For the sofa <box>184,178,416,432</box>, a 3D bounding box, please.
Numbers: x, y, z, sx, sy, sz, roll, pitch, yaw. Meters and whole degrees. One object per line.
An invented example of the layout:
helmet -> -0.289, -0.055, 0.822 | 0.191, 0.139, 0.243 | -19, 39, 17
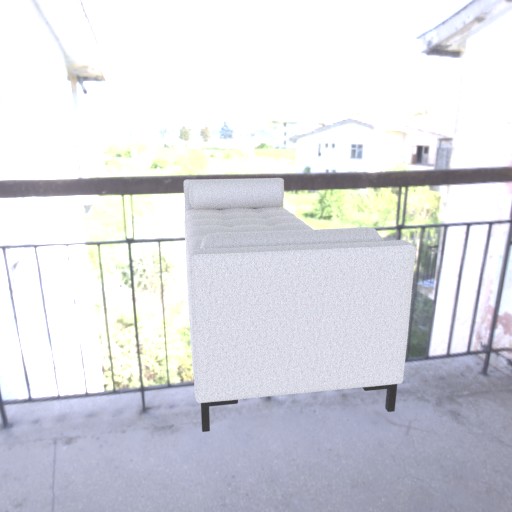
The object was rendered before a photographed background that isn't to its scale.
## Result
sofa -> 0.000, 0.000, 2.374 | 0.746, 0.641, 1.985 | -3, 16, -9
